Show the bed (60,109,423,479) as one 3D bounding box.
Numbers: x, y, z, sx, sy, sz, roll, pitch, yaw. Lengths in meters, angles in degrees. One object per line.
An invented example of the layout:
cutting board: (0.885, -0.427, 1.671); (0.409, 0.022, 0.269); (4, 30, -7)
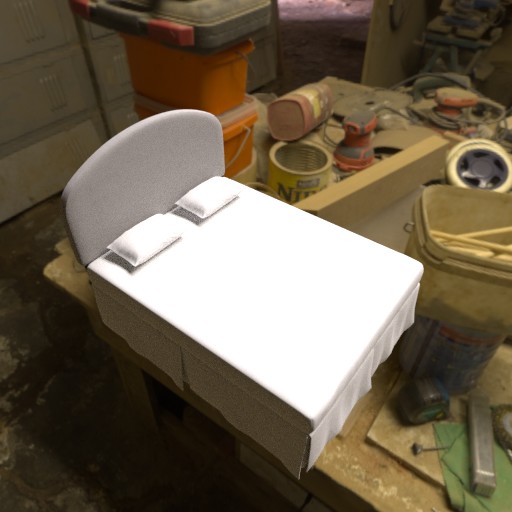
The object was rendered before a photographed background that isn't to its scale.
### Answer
bed: (0.000, 0.000, 3.058); (2.005, 1.410, 1.607); (27, 49, 27)
